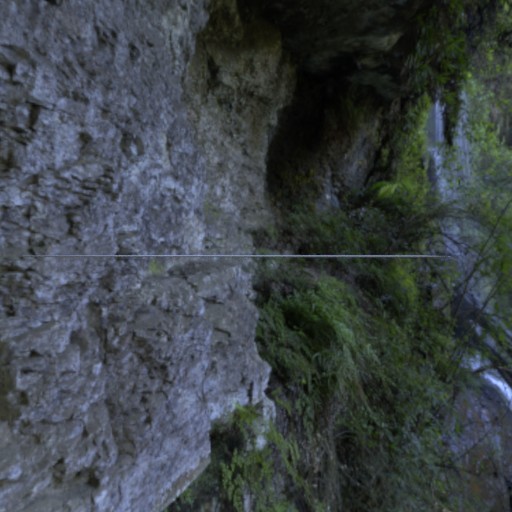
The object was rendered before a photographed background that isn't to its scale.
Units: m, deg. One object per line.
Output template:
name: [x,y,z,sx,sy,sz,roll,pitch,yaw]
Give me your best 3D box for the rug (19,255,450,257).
rug: [0.000,0.000,4.085,3.045,0.008,2.421,0,0,18]
